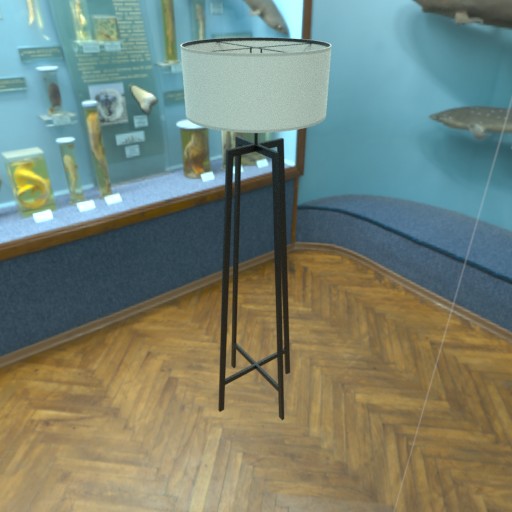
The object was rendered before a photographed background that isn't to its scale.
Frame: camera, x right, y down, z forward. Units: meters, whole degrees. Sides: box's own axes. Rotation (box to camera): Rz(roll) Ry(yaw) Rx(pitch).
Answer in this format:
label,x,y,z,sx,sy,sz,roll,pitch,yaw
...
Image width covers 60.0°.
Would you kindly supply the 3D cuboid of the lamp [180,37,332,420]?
label,x,y,z,sx,sy,sz,roll,pitch,yaw
lamp,0.000,0.000,1.743,0.456,1.510,0.457,-20,37,-30
